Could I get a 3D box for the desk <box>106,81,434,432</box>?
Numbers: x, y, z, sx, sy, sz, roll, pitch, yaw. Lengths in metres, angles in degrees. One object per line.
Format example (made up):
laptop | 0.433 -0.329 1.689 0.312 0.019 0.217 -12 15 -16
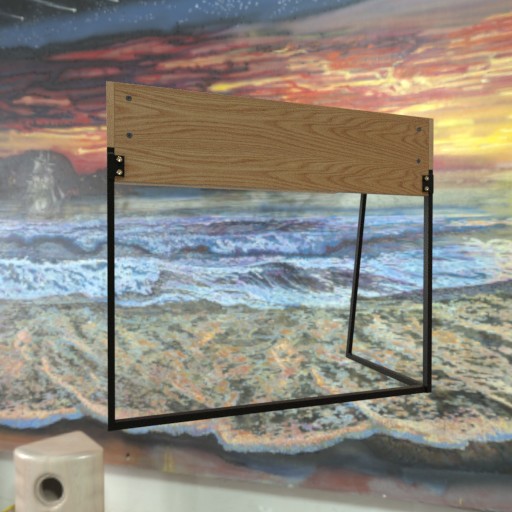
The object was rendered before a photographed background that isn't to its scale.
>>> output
desk | 0.000 0.000 1.876 1.191 1.061 0.769 0 1 -18
